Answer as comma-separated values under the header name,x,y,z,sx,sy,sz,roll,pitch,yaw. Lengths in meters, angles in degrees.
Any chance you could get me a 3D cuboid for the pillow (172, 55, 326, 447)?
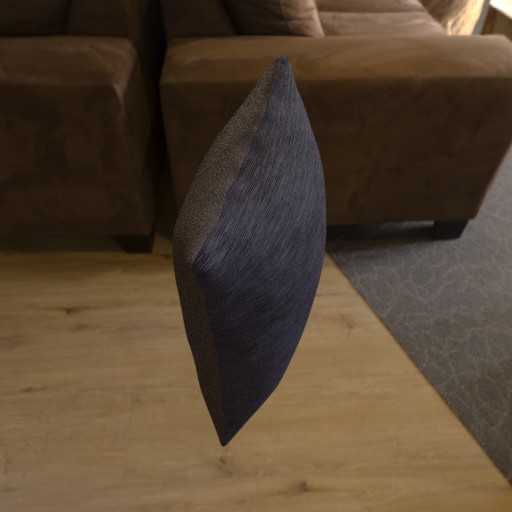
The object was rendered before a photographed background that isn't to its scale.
name,x,y,z,sx,sy,sz,roll,pitch,yaw
pillow,0.000,0.000,0.680,0.204,0.439,0.452,9,47,9
